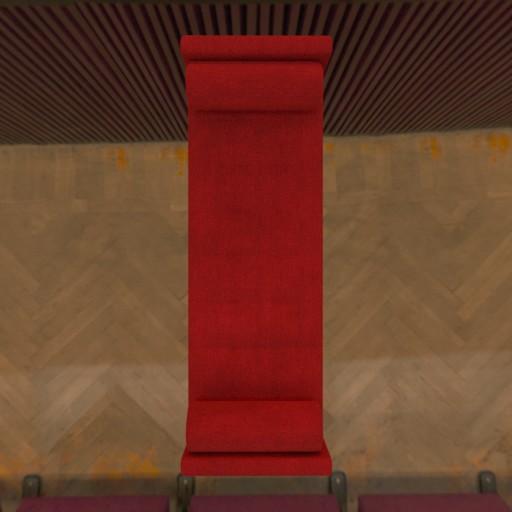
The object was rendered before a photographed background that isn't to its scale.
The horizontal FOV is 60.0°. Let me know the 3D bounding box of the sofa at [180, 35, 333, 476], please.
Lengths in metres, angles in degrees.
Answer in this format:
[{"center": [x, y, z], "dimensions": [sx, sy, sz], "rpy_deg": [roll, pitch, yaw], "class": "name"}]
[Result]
[{"center": [0.000, 0.000, 2.282], "dimensions": [0.686, 0.635, 1.981], "rpy_deg": [0, 90, 0], "class": "sofa"}]
